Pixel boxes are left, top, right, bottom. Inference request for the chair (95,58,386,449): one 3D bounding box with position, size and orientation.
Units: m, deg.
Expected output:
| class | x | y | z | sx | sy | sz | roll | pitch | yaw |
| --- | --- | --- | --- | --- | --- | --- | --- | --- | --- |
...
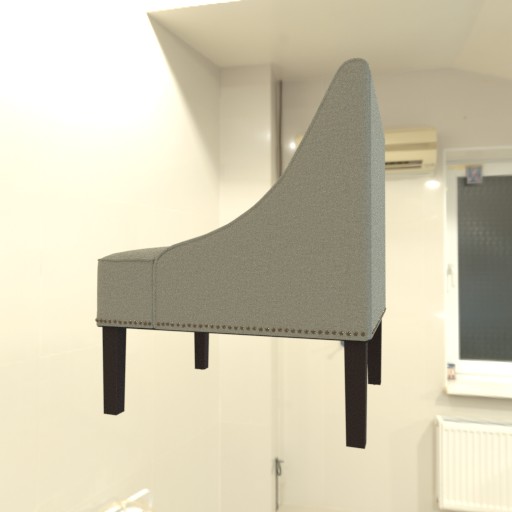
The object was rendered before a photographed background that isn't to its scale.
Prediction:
| class | x | y | z | sx | sy | sz | roll | pitch | yaw |
| --- | --- | --- | --- | --- | --- | --- | --- | --- | --- |
| chair | 0.000 | 0.000 | 1.356 | 0.737 | 0.864 | 0.610 | 0 | -1 | 19 |
